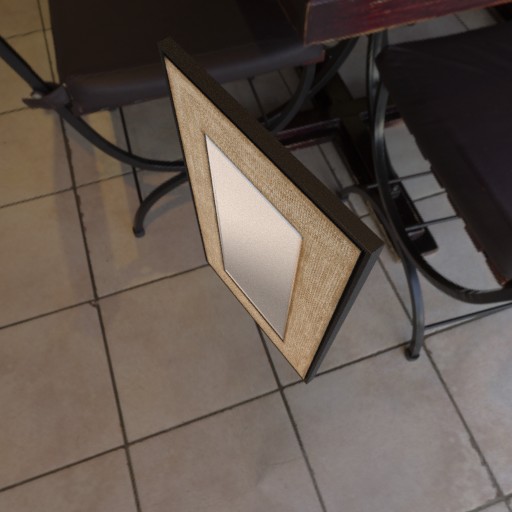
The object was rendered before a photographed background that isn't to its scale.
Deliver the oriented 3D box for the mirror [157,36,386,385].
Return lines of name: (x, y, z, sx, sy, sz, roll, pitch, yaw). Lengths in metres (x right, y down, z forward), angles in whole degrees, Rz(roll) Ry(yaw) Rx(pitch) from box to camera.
mirror: (0.000, 0.000, 1.524, 0.038, 1.219, 0.762, -35, 68, -16)
